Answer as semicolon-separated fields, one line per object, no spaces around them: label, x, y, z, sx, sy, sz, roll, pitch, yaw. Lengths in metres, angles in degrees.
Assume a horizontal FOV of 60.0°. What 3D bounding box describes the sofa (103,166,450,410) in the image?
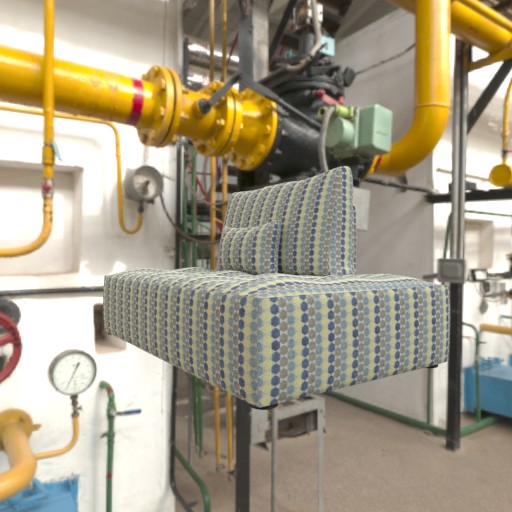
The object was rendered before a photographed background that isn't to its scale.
sofa;0.000;0.000;2.028;1.000;0.820;1.450;0;1;-35
